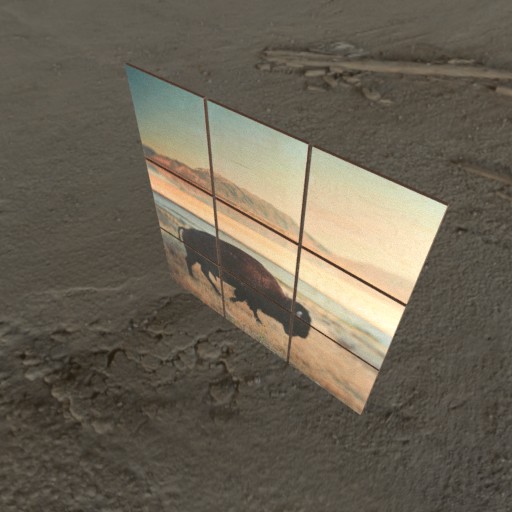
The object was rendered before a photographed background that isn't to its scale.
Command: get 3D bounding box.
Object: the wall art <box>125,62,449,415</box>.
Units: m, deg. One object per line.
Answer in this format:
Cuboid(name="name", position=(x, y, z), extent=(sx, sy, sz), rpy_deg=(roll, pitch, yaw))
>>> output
Cuboid(name="wall art", position=(0.000, 0.000, 1.789), extent=(1.221, 1.218, 0.019), rpy_deg=(31, 55, 26))
